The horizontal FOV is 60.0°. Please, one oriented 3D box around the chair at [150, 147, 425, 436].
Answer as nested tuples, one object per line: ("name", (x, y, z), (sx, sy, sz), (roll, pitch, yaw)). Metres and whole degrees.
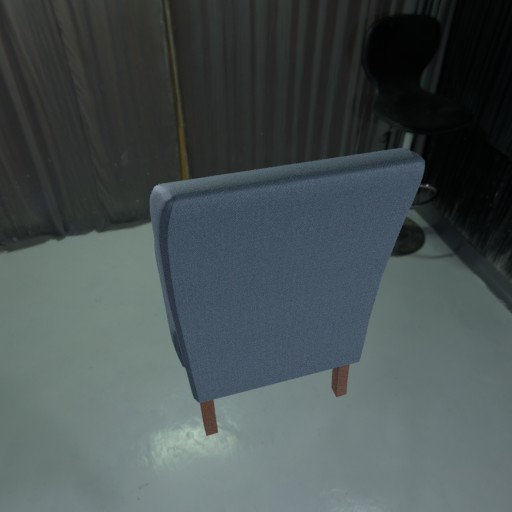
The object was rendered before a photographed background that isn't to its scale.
("chair", (0.000, 0.000, 1.169), (0.513, 0.804, 0.592), (-12, 42, -13))
